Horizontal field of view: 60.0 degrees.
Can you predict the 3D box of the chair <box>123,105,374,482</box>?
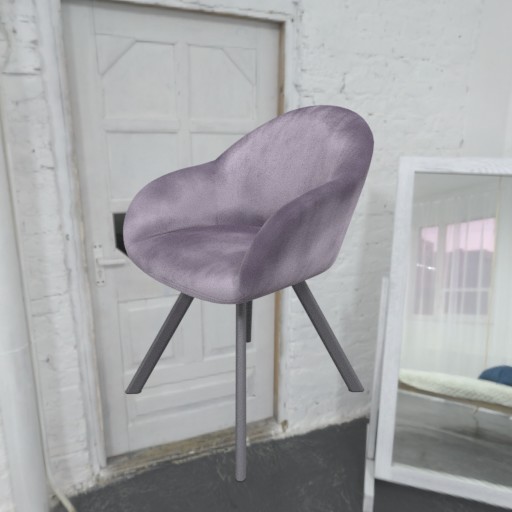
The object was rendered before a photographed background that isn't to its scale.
[{"bbox_3d":[0.000,0.000,1.205,0.550,0.795,0.590,15,22,43],"label":"chair"}]
